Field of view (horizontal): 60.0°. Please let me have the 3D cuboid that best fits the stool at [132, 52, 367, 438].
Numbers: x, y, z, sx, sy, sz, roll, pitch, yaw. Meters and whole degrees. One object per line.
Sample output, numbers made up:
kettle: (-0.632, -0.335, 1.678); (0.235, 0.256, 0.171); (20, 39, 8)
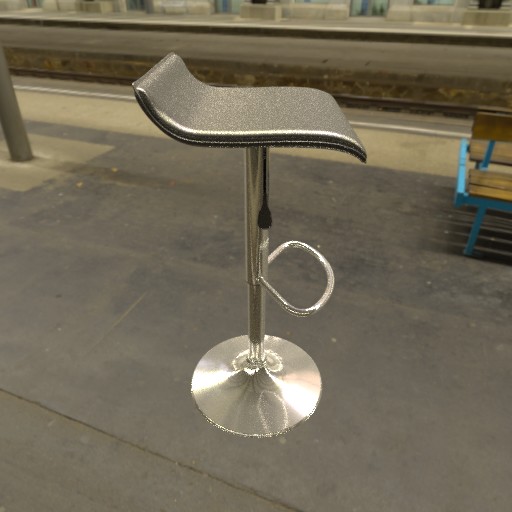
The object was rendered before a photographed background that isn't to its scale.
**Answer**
stool: (0.000, 0.000, 1.060); (0.381, 0.851, 0.381); (0, 32, 0)
